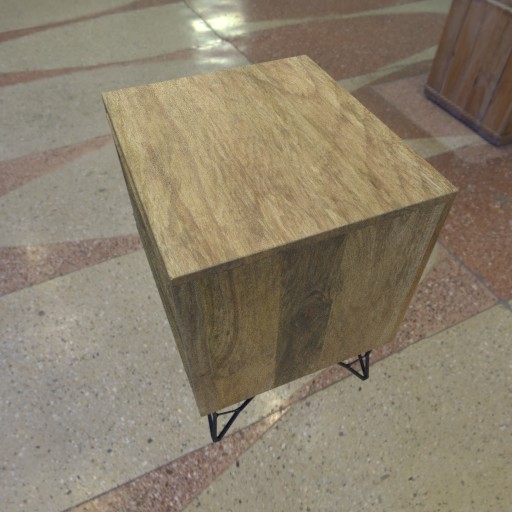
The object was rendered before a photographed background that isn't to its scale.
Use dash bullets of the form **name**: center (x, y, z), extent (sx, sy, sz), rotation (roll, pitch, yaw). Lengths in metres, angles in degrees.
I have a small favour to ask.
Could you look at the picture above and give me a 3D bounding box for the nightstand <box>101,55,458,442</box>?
- **nightstand**: center (0.000, 0.000, 0.894), extent (0.406, 0.559, 0.457), rotation (-17, 50, -15)
